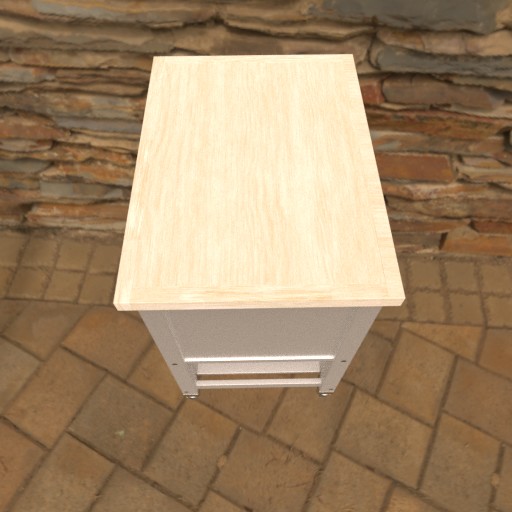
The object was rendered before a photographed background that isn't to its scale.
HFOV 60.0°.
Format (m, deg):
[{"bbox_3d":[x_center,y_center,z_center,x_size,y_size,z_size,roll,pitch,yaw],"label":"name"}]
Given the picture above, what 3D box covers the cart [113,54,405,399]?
[{"bbox_3d":[0.000,0.000,1.435,0.559,0.914,0.762,-1,58,-1],"label":"cart"}]
